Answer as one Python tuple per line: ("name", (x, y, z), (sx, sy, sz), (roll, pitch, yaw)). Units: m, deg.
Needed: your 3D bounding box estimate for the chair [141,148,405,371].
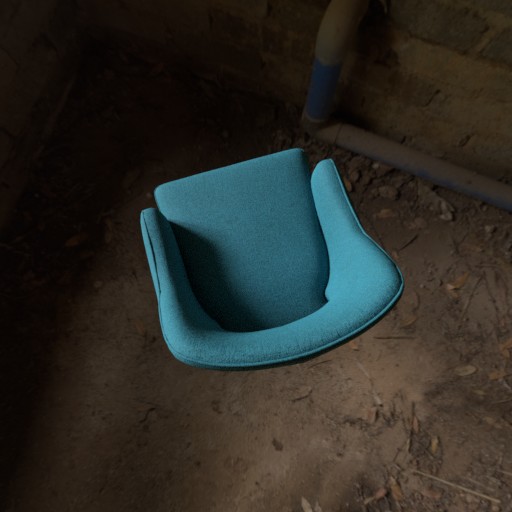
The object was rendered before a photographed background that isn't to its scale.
("chair", (0.000, 0.000, 1.227), (0.548, 0.849, 0.605), (-16, 77, -4))
